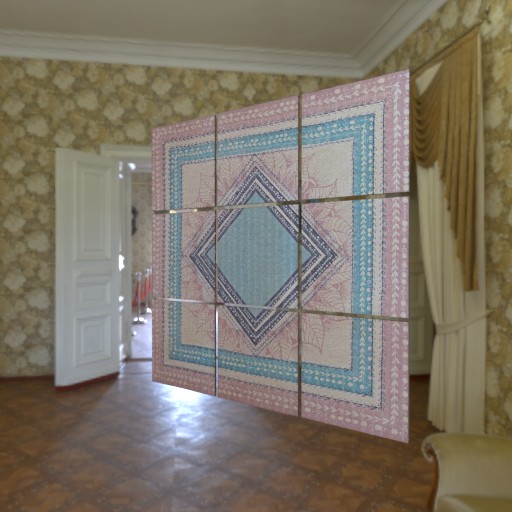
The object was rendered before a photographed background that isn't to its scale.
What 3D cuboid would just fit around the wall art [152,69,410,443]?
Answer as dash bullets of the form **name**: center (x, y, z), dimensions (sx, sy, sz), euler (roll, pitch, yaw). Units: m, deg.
- **wall art**: center (0.000, 0.000, 2.248), dimensions (1.527, 1.525, 0.014), euler (0, 1, 35)
